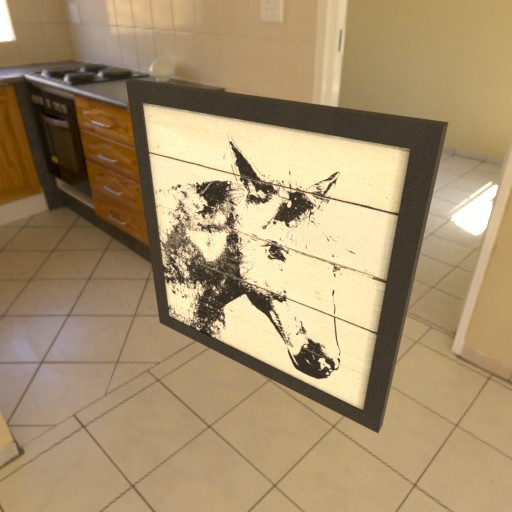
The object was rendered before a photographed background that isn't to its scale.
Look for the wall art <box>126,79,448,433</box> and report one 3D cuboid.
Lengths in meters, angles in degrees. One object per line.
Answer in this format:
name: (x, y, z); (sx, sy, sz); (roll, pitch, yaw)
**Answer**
wall art: (0.000, 0.000, 1.480); (1.016, 1.016, 0.038); (19, 36, 29)
